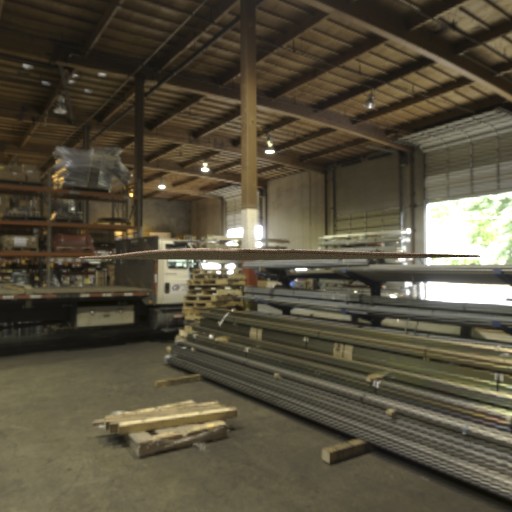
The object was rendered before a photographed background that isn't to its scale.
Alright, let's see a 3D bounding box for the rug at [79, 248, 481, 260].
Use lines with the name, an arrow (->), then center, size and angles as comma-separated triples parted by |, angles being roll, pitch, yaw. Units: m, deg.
rug -> 0.000, 0.000, 4.192 | 2.453, 0.043, 3.052 | 1, -1, -36
